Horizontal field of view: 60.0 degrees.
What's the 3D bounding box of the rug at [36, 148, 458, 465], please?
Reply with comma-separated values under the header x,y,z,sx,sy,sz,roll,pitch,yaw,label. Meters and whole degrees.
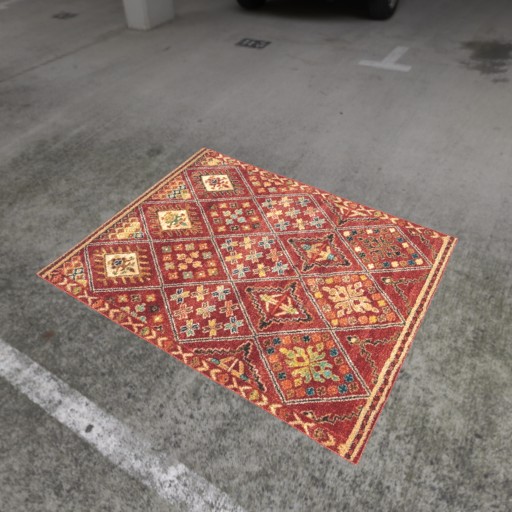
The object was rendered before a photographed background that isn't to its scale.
x,y,z,sx,sy,sz,roll,pitch,yaw,label
0.000,0.000,4.128,3.086,0.030,2.489,24,50,22,rug
